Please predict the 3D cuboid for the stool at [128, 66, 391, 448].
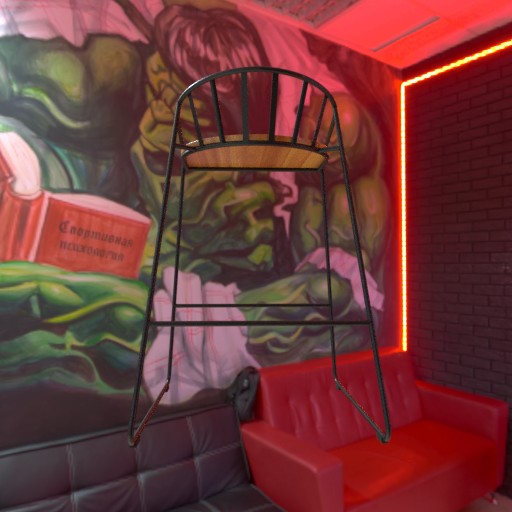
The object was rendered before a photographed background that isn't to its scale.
[{"bbox_3d":[0.000,0.000,1.170,0.546,0.812,0.521,0,-1,-2],"label":"stool"}]
